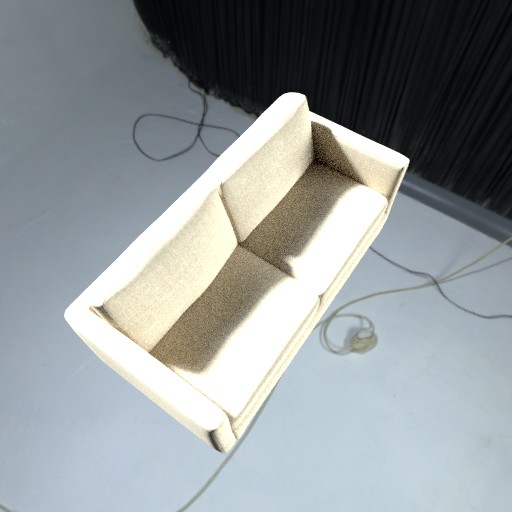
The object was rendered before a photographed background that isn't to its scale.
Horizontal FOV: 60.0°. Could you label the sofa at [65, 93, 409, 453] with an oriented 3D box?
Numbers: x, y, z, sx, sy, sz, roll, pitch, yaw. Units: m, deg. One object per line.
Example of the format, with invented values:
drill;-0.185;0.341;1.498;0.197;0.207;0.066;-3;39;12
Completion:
sofa;0.000;0.000;2.565;0.950;0.963;1.884;31;64;17
